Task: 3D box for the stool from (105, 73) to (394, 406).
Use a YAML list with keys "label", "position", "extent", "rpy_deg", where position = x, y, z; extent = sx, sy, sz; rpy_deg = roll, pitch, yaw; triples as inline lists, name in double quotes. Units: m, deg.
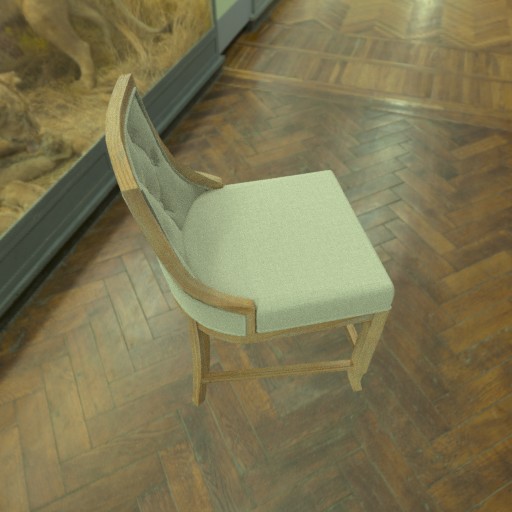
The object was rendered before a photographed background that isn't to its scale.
- label: "stool"
  position: [0.000, 0.000, 1.287]
  extent: [0.626, 0.938, 0.524]
  rpy_deg: [-9, 48, -8]
